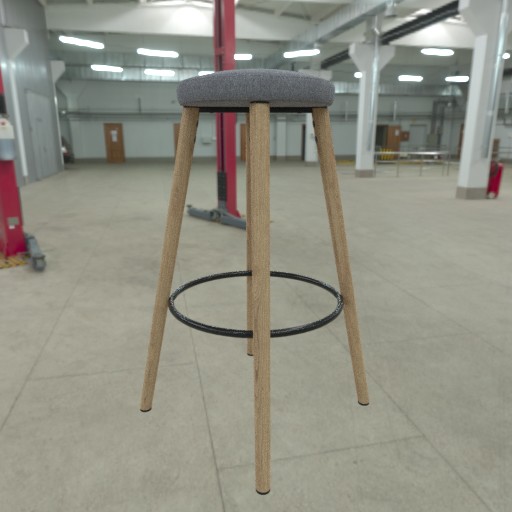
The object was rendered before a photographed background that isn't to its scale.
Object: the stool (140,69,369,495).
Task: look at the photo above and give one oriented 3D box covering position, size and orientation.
[{"bbox_3d":[0.000,0.000,0.998,0.410,0.770,0.410,13,20,40],"label":"stool"}]
